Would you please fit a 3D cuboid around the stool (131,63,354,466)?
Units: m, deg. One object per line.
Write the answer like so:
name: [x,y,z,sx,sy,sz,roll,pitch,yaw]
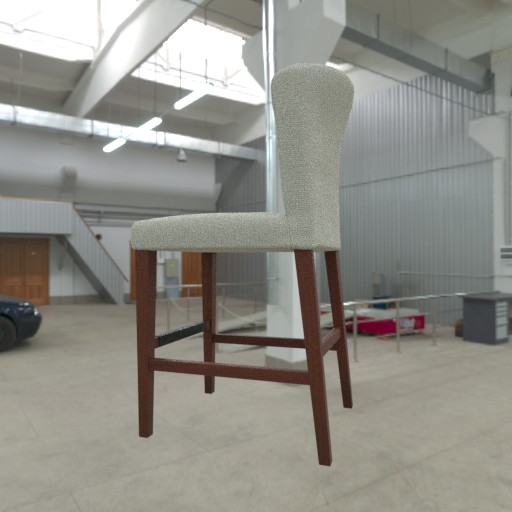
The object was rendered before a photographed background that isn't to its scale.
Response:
stool: [0.000,0.000,1.310,0.568,0.969,0.481,0,0,19]
